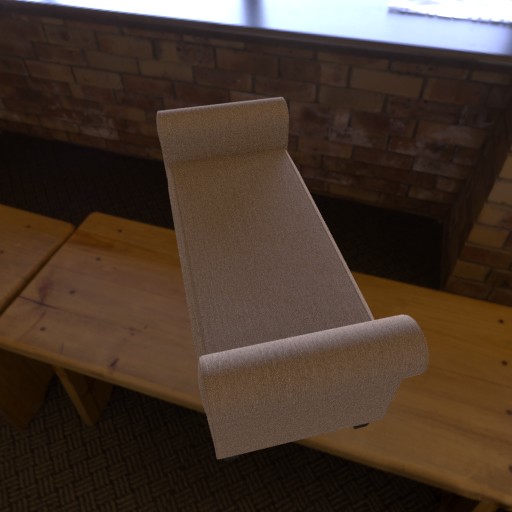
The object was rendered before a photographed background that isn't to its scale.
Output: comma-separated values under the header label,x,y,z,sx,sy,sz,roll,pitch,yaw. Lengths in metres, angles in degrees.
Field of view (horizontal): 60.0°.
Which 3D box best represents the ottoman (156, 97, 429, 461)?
label,x,y,z,sx,sy,sz,roll,pitch,yaw
ottoman,0.000,0.000,1.538,0.521,0.547,1.256,-10,47,-9
